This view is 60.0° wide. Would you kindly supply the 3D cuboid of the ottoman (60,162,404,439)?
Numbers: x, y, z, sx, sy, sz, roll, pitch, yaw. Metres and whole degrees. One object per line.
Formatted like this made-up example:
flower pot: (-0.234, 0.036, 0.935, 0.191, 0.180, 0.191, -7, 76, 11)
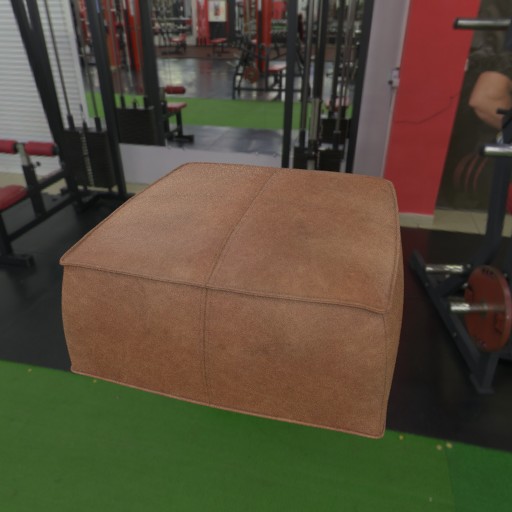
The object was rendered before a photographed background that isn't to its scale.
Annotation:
ottoman: (0.000, 0.000, 1.401, 0.901, 0.395, 0.902, 8, 31, 13)
